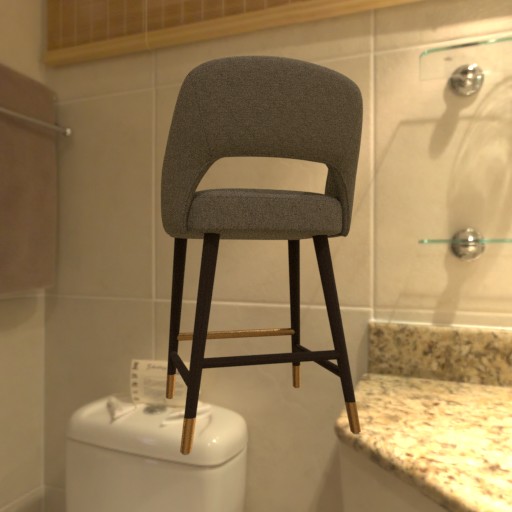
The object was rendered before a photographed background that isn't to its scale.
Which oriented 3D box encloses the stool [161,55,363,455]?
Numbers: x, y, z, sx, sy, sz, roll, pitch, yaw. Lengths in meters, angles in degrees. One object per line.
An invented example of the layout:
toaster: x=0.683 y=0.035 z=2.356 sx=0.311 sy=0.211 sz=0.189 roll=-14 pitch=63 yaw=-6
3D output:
stool: x=0.000 y=0.000 z=1.266 sx=0.536 sy=0.925 sz=0.524 roll=0 pitch=0 yaw=-16
